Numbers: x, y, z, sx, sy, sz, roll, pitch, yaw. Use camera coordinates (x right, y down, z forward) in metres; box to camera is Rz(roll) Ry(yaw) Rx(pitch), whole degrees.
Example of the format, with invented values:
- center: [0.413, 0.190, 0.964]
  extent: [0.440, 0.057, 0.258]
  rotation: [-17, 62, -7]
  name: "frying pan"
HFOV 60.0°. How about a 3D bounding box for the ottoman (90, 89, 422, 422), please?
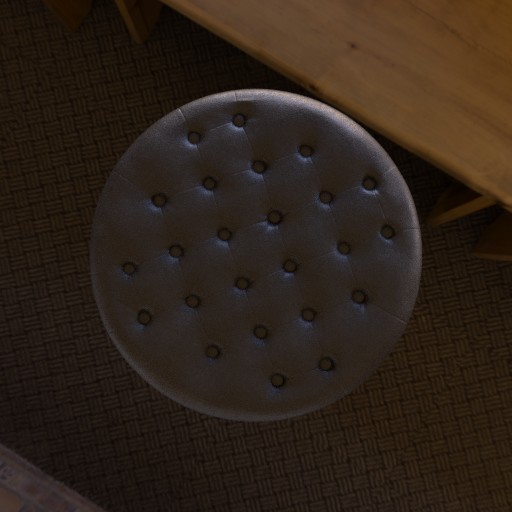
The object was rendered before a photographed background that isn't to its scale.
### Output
- center: [0.000, 0.000, 1.031]
  extent: [0.637, 0.442, 0.637]
  rotation: [0, 89, 0]
  name: "ottoman"
